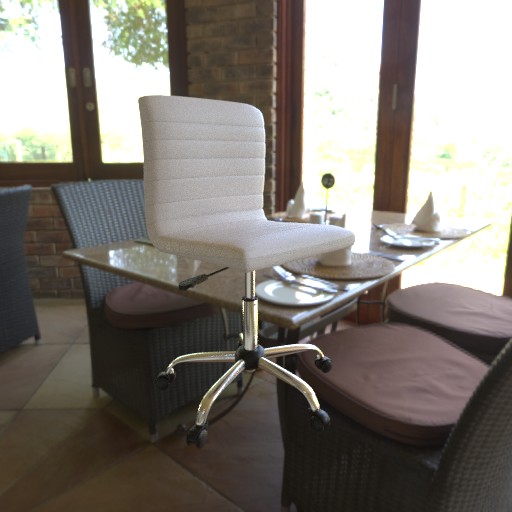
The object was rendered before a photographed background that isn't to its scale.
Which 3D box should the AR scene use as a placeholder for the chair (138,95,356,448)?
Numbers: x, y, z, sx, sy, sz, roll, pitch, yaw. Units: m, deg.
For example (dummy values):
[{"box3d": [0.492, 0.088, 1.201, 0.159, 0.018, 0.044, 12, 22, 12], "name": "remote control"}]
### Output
[{"box3d": [0.000, 0.000, 1.077, 0.520, 0.750, 0.455, -13, 18, -43], "name": "chair"}]
